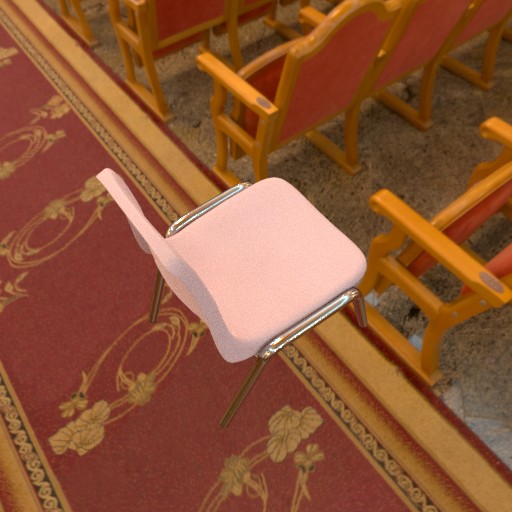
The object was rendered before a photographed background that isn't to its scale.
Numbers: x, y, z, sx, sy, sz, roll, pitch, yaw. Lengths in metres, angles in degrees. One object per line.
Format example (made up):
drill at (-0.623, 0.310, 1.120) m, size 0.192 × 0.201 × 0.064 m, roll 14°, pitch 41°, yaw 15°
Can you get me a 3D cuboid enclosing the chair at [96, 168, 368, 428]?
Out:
chair at (0.000, 0.000, 0.844) m, size 0.423 × 0.586 × 0.354 m, roll -33°, pitch 63°, yaw -19°
